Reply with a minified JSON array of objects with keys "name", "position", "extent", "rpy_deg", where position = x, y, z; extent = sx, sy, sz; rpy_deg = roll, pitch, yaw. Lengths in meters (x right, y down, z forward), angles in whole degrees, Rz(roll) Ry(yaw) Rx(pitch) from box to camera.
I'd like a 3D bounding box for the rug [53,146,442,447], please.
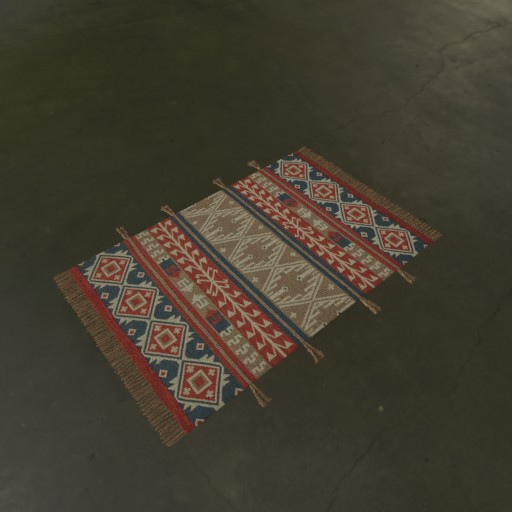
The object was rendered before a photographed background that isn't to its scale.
[{"name":"rug","position":[0.000,0.000,3.197],"extent":[2.450,0.048,1.778],"rpy_deg":[-32,56,-25]}]
